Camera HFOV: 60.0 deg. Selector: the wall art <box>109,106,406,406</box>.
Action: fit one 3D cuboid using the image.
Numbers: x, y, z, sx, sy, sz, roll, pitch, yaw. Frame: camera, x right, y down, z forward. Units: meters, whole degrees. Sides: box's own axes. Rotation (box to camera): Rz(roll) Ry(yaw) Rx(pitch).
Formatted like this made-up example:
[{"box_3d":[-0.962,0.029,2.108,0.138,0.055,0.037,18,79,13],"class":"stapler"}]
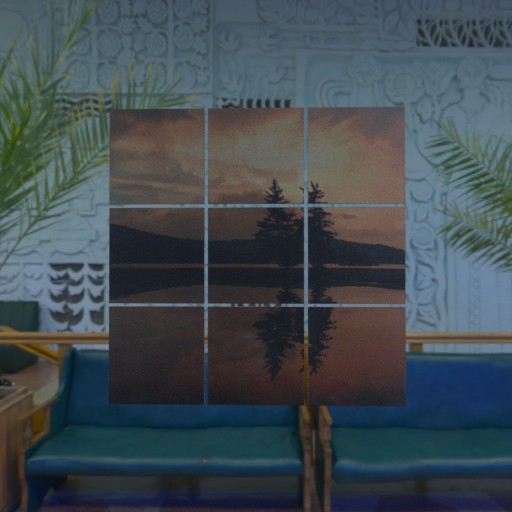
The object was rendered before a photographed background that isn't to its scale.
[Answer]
[{"box_3d":[0.000,0.000,2.281,1.520,1.525,0.013,0,-1,2],"class":"wall art"}]
